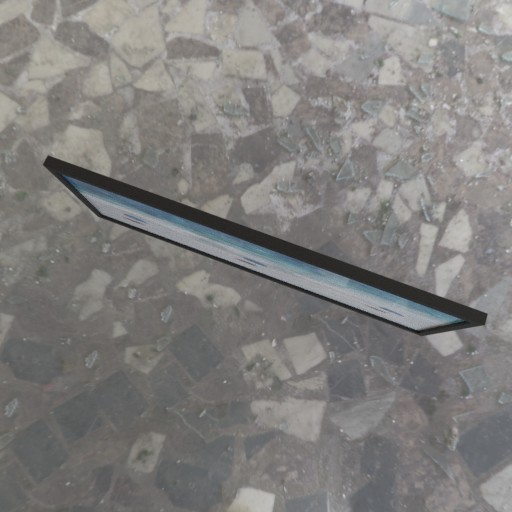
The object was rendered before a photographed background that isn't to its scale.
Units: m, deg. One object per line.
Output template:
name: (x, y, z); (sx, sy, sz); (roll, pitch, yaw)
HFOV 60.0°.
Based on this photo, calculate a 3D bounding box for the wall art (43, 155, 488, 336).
wall art: (0.000, 0.000, 1.750); (1.572, 0.554, 0.041); (20, 77, 5)
